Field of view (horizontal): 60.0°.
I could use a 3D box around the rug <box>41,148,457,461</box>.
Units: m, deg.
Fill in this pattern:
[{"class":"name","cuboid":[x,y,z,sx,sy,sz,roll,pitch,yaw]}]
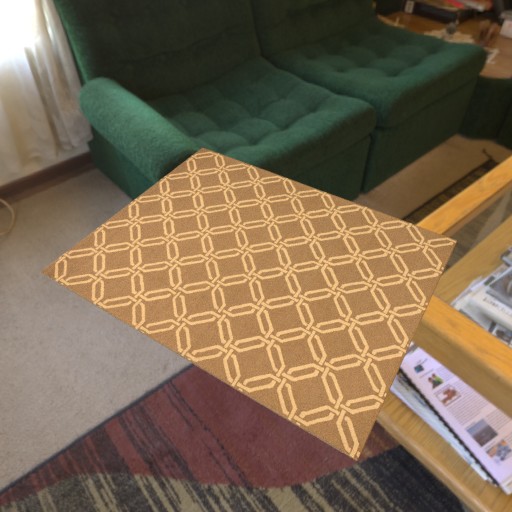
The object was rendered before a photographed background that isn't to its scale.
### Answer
[{"class":"rug","cuboid":[0.000,0.000,3.906,2.895,0.018,2.288,24,51,22]}]
